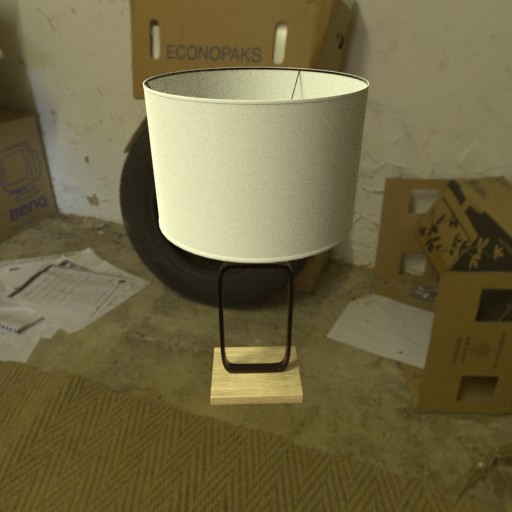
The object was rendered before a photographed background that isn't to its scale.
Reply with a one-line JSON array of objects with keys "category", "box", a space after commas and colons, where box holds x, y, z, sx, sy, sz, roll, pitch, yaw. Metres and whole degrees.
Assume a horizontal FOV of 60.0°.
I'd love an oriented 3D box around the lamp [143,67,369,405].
[{"category": "lamp", "box": [0.000, 0.000, 0.683, 0.279, 0.508, 0.279, -1, 29, -1]}]
